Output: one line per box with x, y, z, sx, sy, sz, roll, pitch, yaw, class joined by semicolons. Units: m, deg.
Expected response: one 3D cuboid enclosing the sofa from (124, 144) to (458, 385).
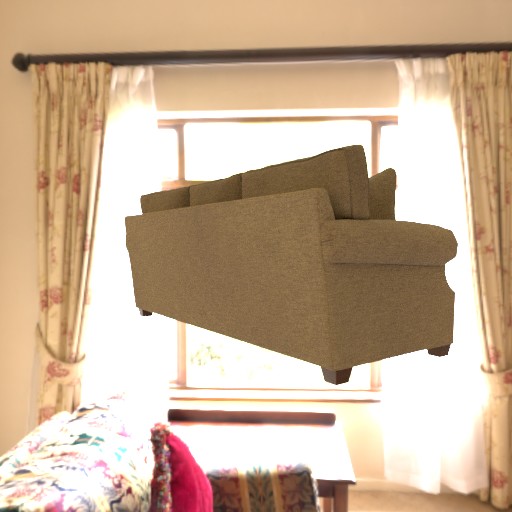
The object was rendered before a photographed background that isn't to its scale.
0.000;0.000;2.818;0.965;0.975;2.312;-1;2;-36;sofa
